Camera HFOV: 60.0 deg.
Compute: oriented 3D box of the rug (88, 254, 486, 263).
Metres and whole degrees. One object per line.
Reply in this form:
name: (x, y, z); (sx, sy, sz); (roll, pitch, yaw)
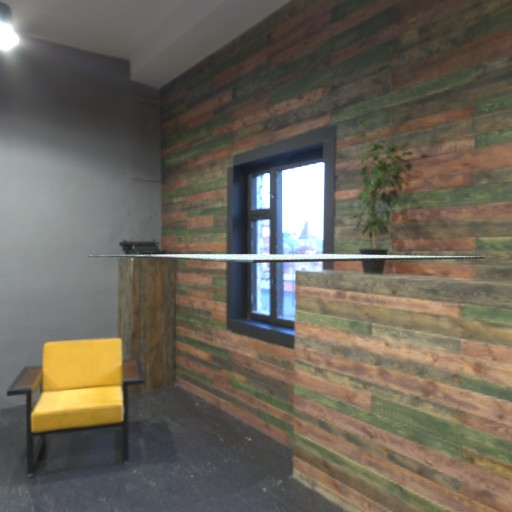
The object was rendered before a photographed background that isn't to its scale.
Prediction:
rug: (0.000, 0.000, 2.974); (1.611, 0.026, 2.260); (0, 1, -35)
